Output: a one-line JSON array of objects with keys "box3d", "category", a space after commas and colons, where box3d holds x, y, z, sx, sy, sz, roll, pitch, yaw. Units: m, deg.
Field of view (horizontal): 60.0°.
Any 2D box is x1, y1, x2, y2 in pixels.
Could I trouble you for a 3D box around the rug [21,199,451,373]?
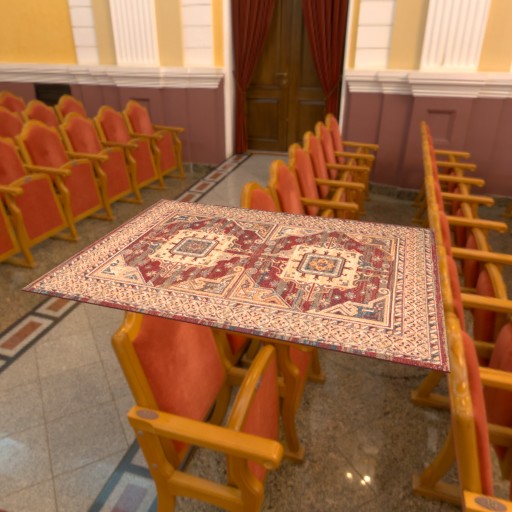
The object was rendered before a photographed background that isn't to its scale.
[{"box3d": [0.000, 0.000, 2.828, 2.210, 0.011, 1.599, 8, 27, 16], "category": "rug"}]
